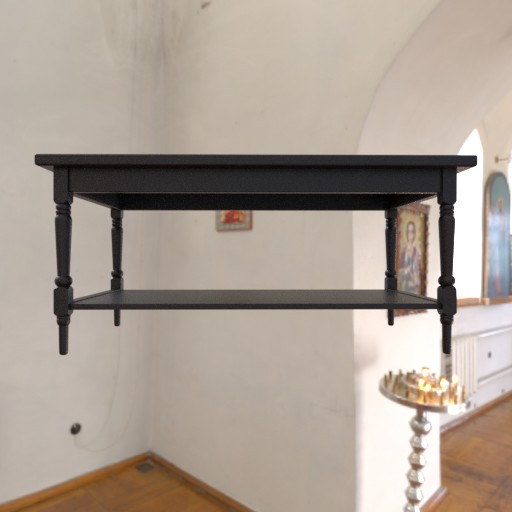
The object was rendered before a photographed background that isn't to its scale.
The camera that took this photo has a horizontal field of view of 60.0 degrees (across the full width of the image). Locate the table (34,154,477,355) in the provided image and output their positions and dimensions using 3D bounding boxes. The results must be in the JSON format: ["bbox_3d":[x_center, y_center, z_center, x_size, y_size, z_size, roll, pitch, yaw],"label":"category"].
[{"bbox_3d":[0.000,0.000,1.381,1.107,0.510,0.550,0,0,-1],"label":"table"}]
